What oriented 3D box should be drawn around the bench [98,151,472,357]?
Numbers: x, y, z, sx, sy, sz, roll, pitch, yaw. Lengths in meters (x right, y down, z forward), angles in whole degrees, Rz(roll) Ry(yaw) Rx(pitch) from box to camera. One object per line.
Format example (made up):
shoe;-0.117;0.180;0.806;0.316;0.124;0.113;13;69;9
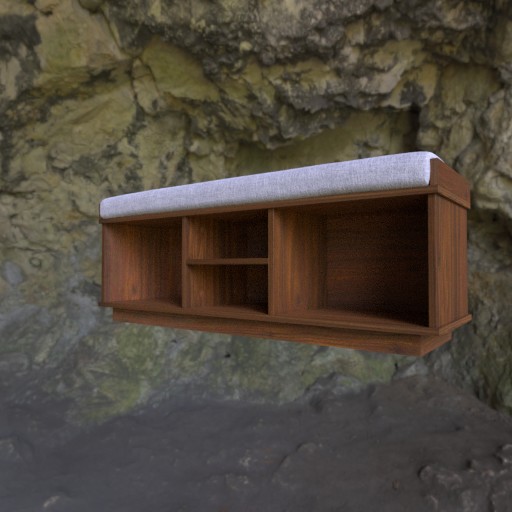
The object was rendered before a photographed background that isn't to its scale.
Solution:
bench;0.000;0.000;1.424;1.196;0.468;0.367;-1;-2;36
